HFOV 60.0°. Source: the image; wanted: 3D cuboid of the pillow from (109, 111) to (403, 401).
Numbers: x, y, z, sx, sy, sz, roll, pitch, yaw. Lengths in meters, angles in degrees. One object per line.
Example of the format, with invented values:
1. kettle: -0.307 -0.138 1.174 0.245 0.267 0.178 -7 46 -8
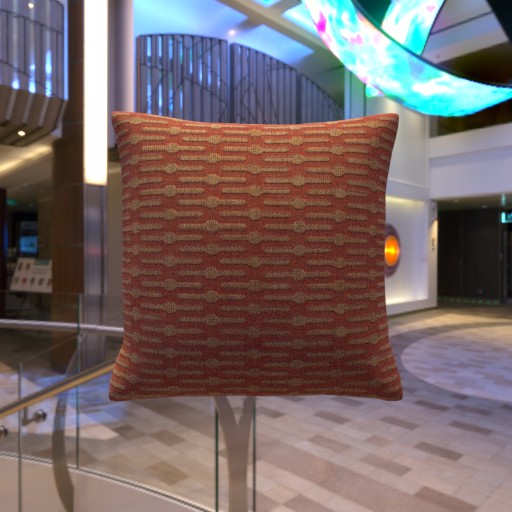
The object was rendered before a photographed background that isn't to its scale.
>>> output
1. pillow: 0.000 0.000 0.775 0.511 0.503 0.182 0 0 0
